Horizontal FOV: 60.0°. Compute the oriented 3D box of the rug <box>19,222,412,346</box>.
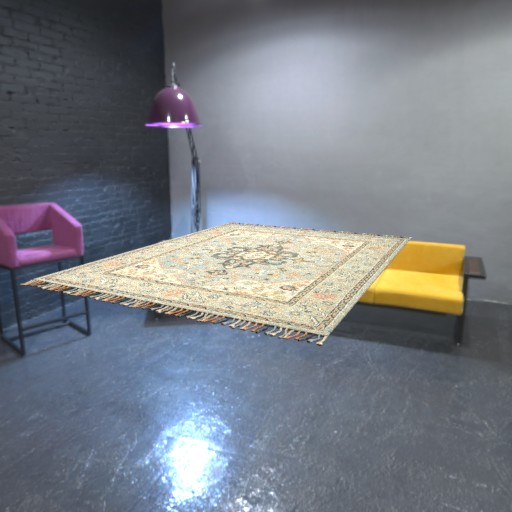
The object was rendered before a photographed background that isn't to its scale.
[{"bbox_3d":[0.000,0.000,2.255,1.278,0.009,1.730,7,15,26],"label":"rug"}]
